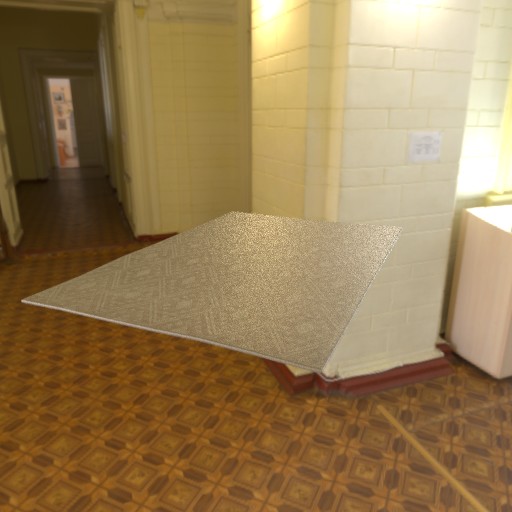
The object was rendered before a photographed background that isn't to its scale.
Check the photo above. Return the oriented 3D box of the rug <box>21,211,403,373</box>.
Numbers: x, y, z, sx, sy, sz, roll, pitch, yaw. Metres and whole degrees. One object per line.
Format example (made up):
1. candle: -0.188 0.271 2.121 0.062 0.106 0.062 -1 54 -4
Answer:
1. rug: 0.000 0.000 2.318 1.252 0.034 1.829 8 19 23
